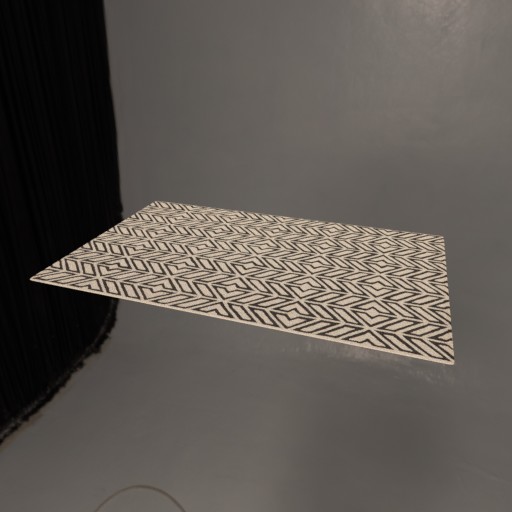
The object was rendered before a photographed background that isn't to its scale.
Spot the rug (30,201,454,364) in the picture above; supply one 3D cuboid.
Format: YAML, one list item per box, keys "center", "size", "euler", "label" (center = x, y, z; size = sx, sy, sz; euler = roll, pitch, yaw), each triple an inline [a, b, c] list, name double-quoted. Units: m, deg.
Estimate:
- center: [0.000, 0.000, 3.019]
  size: [2.438, 0.008, 1.523]
  euler: [9, 28, 17]
  label: "rug"
